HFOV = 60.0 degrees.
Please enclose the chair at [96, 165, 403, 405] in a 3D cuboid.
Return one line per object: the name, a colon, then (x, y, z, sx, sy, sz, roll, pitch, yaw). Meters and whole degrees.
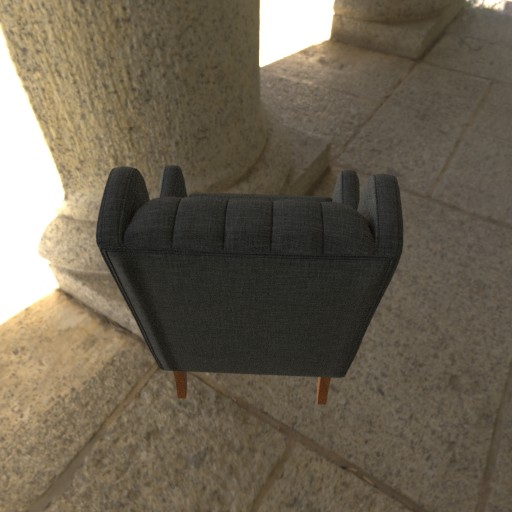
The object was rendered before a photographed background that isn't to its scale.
chair: (0.000, 0.000, 1.464, 0.711, 0.953, 0.775, 2, 48, 2)
